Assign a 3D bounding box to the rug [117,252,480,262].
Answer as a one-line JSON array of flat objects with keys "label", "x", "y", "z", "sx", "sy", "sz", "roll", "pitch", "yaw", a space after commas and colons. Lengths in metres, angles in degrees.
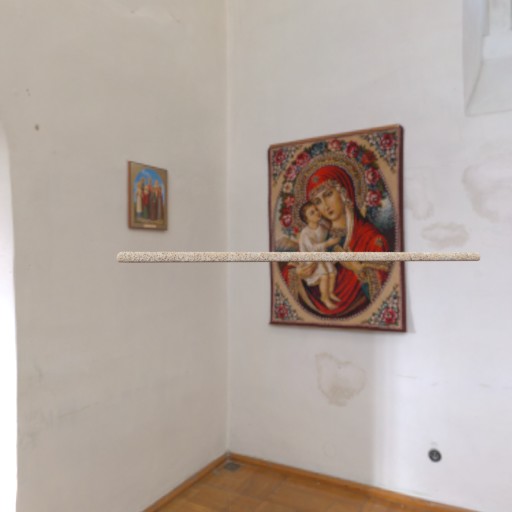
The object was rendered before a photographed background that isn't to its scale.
[{"label": "rug", "x": 0.000, "y": 0.000, "z": 3.443, "sx": 2.009, "sy": 0.048, "sz": 2.528, "roll": 0, "pitch": 0, "yaw": -16}]
